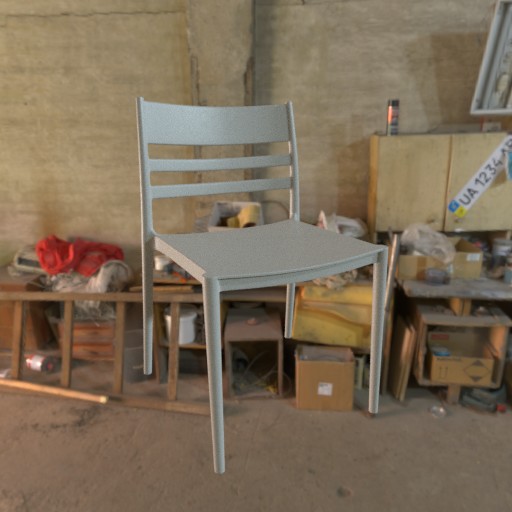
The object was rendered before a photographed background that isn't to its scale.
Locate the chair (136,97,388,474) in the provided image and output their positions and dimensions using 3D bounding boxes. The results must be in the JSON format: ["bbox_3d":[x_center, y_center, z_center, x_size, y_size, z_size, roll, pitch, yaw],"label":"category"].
[{"bbox_3d":[0.000,0.000,1.171,0.531,0.800,0.511,-9,19,-27],"label":"chair"}]
